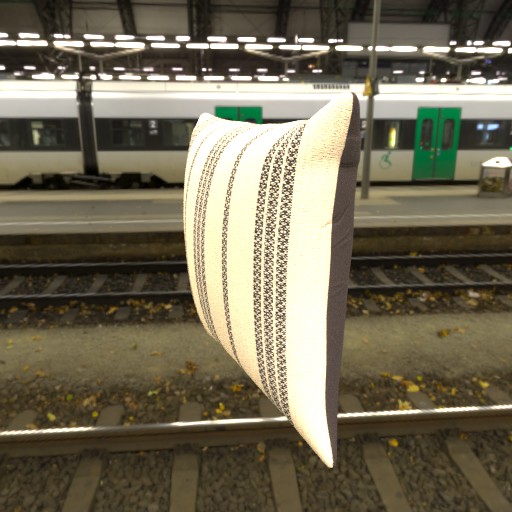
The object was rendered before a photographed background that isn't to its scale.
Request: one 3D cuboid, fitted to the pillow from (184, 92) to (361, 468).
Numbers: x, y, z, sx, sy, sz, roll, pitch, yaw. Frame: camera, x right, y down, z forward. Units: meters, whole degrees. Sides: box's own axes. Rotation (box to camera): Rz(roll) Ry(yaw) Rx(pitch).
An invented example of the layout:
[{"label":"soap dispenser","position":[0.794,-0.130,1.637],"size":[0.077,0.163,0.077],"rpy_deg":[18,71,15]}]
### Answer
[{"label":"pillow","position":[0.000,0.000,0.629],"size":[0.173,0.406,0.405],"rpy_deg":[-7,17,-25]}]
